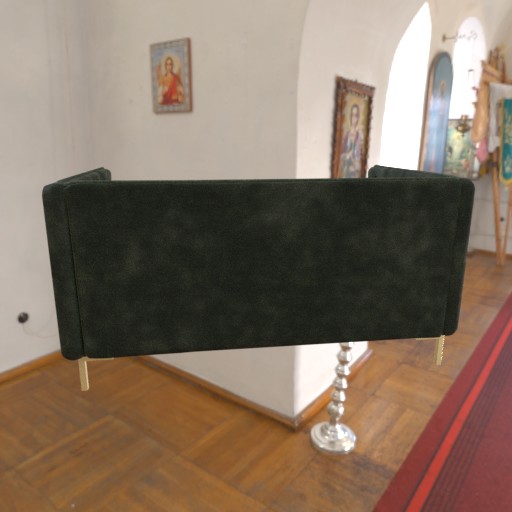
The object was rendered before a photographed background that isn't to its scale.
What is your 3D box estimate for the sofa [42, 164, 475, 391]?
[{"bbox_3d":[0.000,0.000,2.019,1.537,0.768,0.895,-2,15,-8],"label":"sofa"}]
